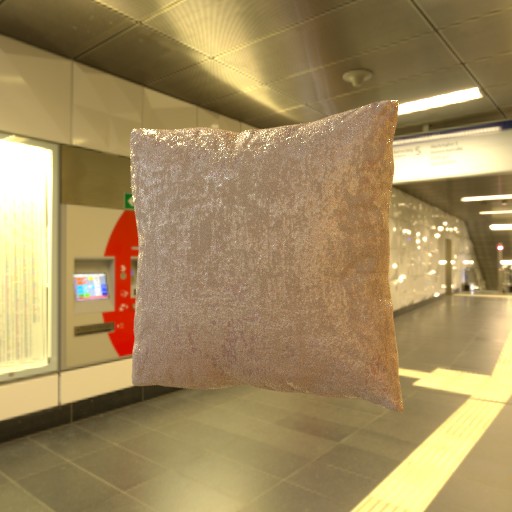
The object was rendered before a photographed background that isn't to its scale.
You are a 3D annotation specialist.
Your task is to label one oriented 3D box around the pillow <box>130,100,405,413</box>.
[{"bbox_3d":[0.000,0.000,0.709,0.450,0.448,0.245,0,0,20],"label":"pillow"}]
